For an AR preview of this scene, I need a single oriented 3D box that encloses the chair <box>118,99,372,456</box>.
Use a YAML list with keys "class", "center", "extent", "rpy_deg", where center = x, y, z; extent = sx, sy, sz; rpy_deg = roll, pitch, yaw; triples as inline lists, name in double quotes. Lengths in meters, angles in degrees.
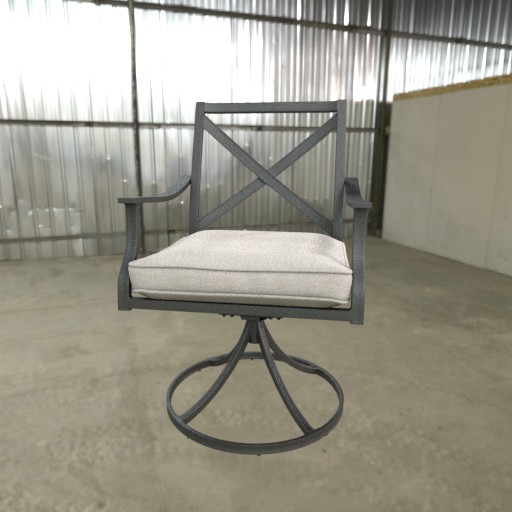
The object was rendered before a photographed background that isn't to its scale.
- class: "chair"
  center: [0.000, 0.000, 1.262]
  extent: [0.575, 0.889, 0.620]
  rpy_deg: [2, 14, 9]
